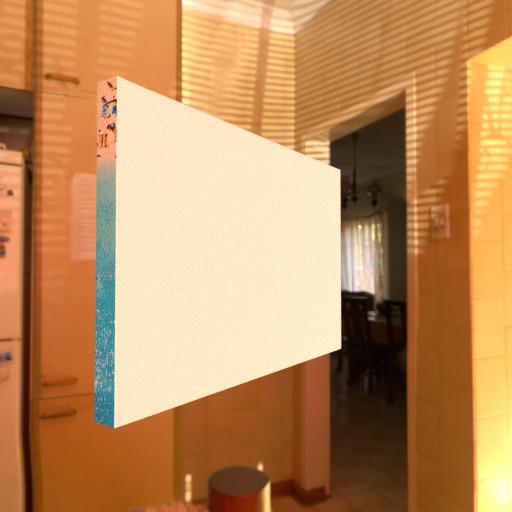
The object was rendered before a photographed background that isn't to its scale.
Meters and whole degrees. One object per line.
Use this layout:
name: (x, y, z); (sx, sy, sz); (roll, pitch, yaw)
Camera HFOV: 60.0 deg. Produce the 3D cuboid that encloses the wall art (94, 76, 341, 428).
wall art: (0.000, 0.000, 0.767); (0.039, 0.406, 0.609); (-1, -2, 35)
